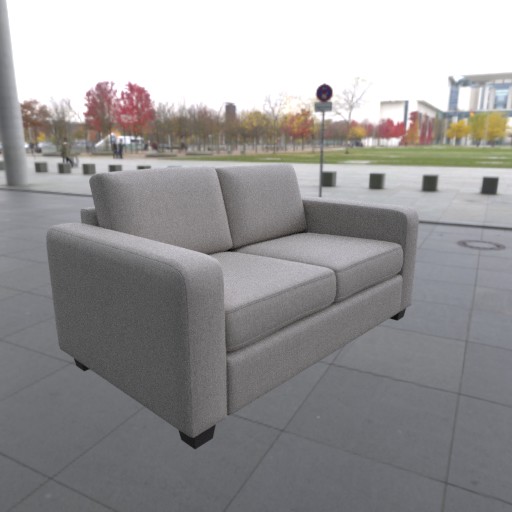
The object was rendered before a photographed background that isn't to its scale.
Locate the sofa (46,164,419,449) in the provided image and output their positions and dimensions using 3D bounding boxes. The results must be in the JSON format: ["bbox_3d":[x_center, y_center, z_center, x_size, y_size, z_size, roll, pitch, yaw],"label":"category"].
[{"bbox_3d":[0.000,0.000,2.043,0.900,0.800,1.540,13,19,41],"label":"sofa"}]
